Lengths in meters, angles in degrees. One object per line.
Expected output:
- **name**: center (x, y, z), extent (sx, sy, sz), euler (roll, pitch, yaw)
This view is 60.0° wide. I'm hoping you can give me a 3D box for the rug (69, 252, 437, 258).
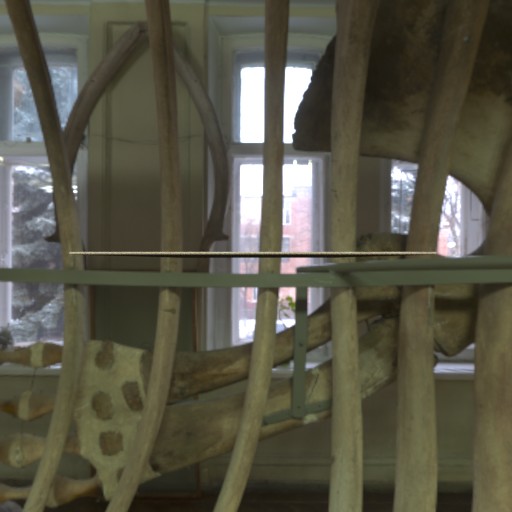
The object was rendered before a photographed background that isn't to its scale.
- **rug**: center (0.000, 0.000, 3.048), extent (1.533, 0.011, 2.439), euler (0, -1, 1)
